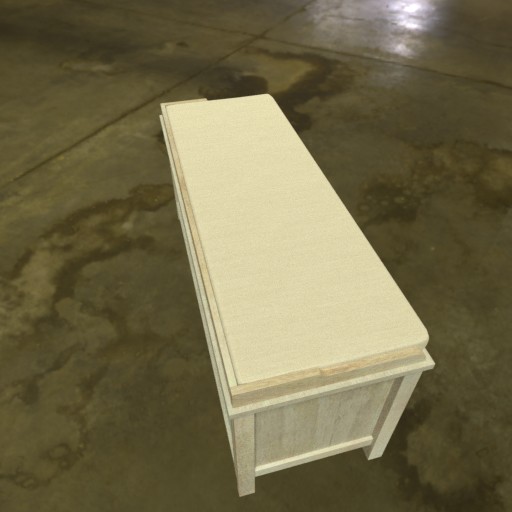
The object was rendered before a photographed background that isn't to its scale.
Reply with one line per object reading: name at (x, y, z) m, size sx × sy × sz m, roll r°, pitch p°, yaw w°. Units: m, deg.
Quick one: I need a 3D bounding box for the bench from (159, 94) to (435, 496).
bench at (0.000, 0.000, 1.335) m, size 0.398 × 0.501 × 1.140 m, roll -10°, pitch 45°, yaw -11°
